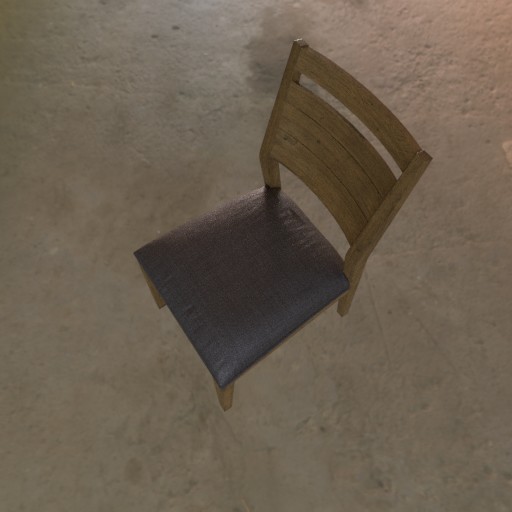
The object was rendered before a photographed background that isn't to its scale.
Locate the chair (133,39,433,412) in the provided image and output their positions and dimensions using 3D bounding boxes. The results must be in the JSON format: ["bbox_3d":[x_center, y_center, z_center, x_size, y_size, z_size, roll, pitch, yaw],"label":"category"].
[{"bbox_3d":[0.000,0.000,1.295,0.610,0.939,0.501,-32,68,-15],"label":"chair"}]
